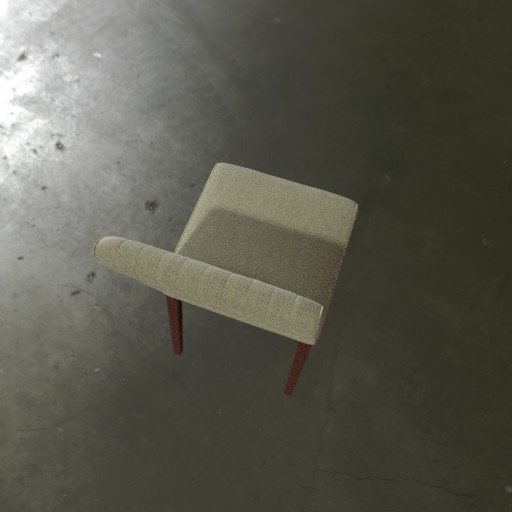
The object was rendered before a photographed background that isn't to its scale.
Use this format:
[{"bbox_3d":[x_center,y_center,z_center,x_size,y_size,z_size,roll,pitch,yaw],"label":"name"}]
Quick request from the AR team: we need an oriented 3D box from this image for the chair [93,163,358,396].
[{"bbox_3d":[0.000,0.000,1.261,0.480,0.900,0.594,18,66,8],"label":"chair"}]
